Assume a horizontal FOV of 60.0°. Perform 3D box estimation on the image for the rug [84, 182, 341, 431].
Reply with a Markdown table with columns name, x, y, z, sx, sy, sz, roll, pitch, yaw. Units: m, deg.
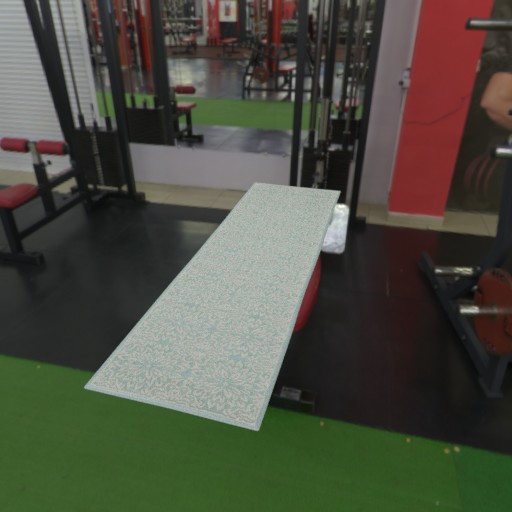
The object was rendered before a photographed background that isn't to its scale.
| name | x | y | z | sx | sy | sz | roll | pitch | yaw |
| --- | --- | --- | --- | --- | --- | --- | --- | --- | --- |
| rug | 0.000 | 0.000 | 2.440 | 0.662 | 0.011 | 2.196 | 8 | 31 | 14 |
